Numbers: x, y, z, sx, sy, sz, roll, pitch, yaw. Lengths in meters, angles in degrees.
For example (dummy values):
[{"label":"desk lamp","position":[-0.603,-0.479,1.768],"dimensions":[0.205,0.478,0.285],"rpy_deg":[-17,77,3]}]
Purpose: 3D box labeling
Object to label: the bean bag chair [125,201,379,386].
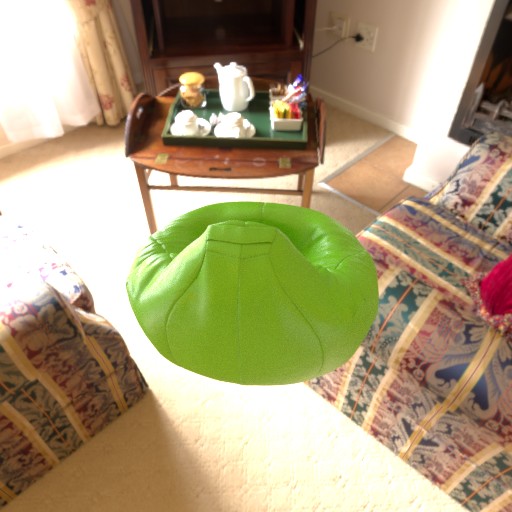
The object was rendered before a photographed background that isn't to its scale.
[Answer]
[{"label":"bean bag chair","position":[0.000,0.000,1.871],"dimensions":[1.070,0.990,1.070],"rpy_deg":[4,46,4]}]
